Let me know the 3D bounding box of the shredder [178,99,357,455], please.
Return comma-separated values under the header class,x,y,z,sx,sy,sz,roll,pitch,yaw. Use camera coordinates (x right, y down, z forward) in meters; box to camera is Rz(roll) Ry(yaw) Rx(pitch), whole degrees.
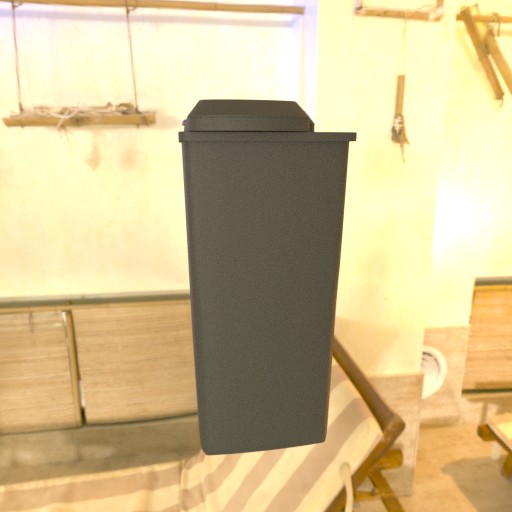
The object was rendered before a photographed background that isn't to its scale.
class,x,y,z,sx,sy,sz,roll,pitch,yaw
shredder,0.000,0.000,0.527,0.170,0.335,0.320,-2,14,-9
